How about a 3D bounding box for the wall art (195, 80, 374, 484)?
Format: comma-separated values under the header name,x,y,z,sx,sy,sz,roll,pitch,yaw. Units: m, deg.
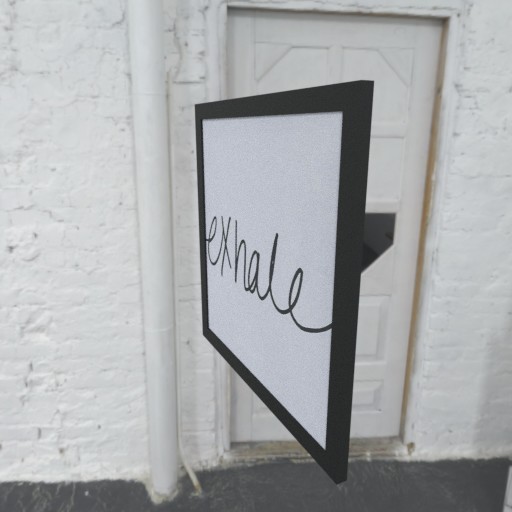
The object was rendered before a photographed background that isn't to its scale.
name,x,y,z,sx,sy,sz,roll,pitch,yaw
wall art,0.000,0.000,0.525,0.012,0.357,0.358,-8,18,-26
